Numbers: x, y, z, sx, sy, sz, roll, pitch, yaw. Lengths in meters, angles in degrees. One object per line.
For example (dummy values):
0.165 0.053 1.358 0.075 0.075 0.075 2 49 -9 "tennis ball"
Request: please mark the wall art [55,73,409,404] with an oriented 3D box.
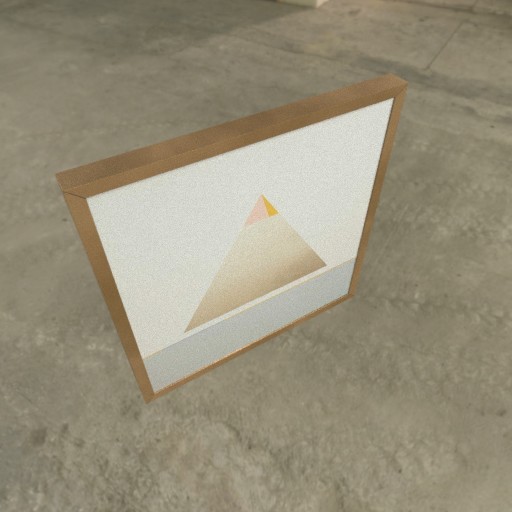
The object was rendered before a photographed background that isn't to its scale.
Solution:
0.000 0.000 0.769 0.513 0.511 0.038 -23 50 -21 "wall art"
